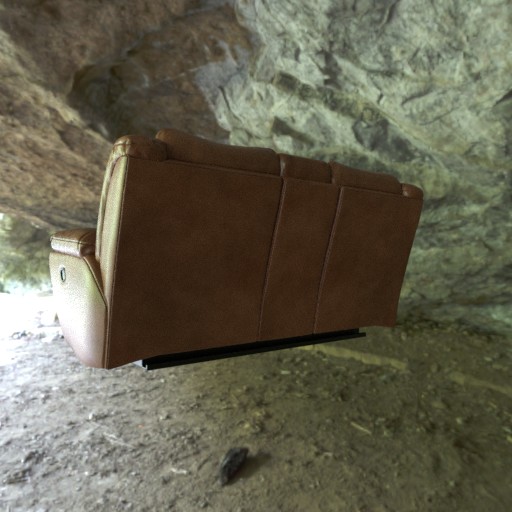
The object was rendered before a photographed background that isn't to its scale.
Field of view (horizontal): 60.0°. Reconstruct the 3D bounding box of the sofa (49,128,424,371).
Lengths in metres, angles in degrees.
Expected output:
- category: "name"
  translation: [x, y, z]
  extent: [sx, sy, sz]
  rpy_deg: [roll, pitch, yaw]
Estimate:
- category: "sofa"
  translation: [0.000, 0.000, 2.584]
  extent: [2.058, 1.043, 0.991]
  rpy_deg: [1, -1, -37]
